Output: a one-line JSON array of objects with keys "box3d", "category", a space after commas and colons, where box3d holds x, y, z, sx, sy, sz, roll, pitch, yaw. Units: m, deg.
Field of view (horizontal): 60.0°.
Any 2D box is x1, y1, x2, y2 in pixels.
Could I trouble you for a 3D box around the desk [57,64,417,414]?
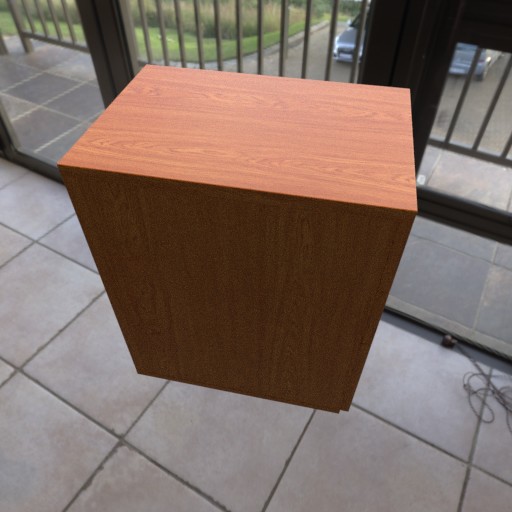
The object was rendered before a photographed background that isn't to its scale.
[{"box3d": [0.000, 0.000, 1.101, 0.600, 0.730, 0.404, 9, 47, 8], "category": "desk"}]
